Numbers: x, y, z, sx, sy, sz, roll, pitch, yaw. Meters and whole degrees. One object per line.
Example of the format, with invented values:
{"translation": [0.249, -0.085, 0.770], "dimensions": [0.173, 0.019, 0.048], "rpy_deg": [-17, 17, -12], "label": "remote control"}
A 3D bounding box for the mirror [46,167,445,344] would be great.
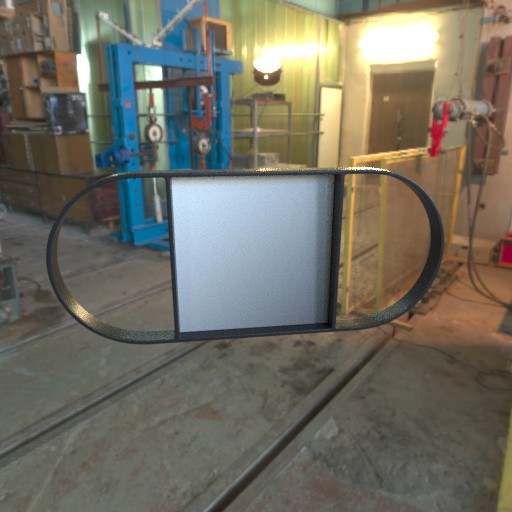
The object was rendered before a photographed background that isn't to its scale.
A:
{"translation": [0.000, 0.000, 0.662], "dimensions": [0.584, 0.254, 0.032], "rpy_deg": [-2, 18, -8], "label": "mirror"}
